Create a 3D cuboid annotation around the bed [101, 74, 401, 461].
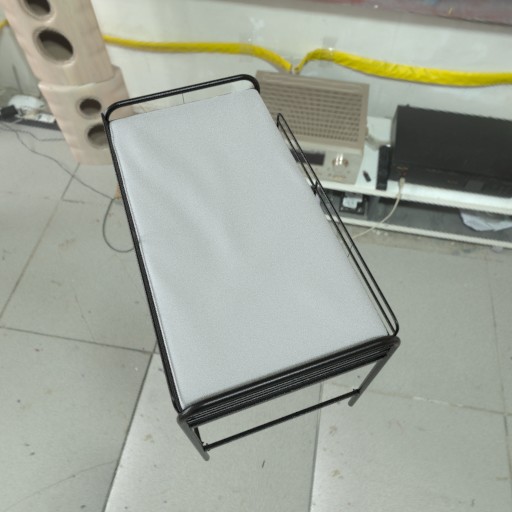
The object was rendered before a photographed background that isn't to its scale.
[{"bbox_3d":[0.000,0.000,2.907,1.393,1.289,1.968,-17,60,-10],"label":"bed"}]
